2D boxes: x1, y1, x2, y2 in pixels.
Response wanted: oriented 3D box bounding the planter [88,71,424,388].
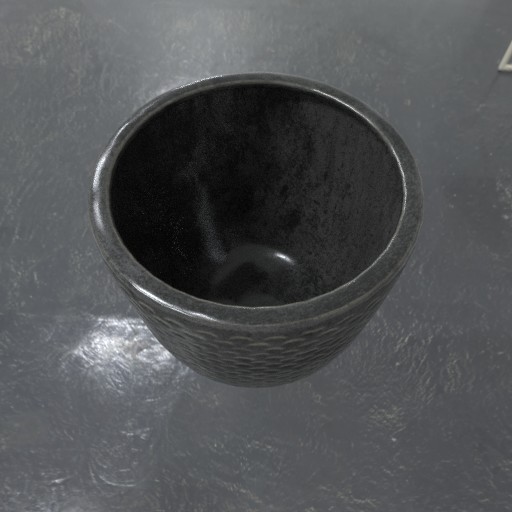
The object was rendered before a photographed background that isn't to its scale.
[{"bbox_3d":[0.000,0.000,0.238,0.140,0.129,0.140,0,58,0],"label":"planter"}]
